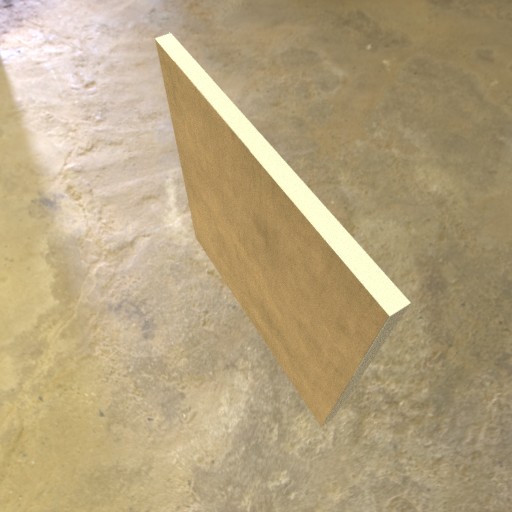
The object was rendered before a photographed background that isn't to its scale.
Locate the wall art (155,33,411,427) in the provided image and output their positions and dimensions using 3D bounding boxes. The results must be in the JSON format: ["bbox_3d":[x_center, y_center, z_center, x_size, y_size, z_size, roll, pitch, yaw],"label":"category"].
[{"bbox_3d":[0.000,0.000,0.661,0.023,0.453,0.455,-28,62,-16],"label":"wall art"}]
